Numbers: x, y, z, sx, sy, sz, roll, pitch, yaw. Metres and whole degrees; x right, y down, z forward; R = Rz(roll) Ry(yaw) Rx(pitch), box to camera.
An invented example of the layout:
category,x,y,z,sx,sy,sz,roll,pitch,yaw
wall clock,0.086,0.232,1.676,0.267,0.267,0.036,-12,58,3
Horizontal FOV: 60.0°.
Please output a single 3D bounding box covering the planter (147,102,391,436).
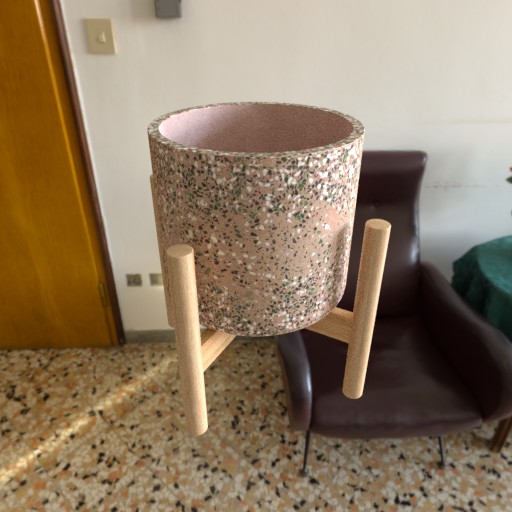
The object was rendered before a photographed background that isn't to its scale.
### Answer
category,x,y,z,sx,sy,sz,roll,pitch,yaw
planter,0.000,0.000,0.543,0.284,0.320,0.284,-22,37,-32
